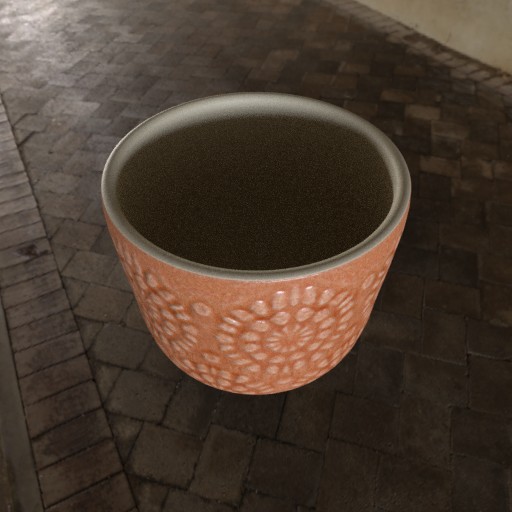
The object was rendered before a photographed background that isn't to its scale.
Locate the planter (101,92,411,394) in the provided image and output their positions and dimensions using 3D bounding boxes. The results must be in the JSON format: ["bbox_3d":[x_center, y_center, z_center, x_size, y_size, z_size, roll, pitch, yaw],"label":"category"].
[{"bbox_3d":[0.000,0.000,0.218,0.124,0.109,0.124,0,47,0],"label":"planter"}]
